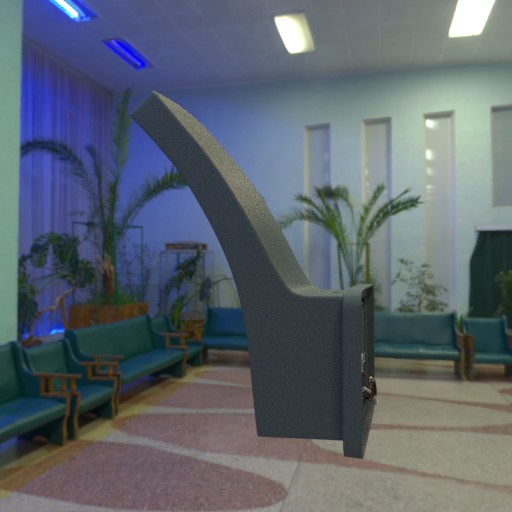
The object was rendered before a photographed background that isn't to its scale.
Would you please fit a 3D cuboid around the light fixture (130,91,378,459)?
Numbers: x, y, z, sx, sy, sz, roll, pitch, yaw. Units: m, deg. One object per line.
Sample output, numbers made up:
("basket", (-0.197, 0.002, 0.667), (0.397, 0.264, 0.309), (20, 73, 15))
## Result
("light fixture", (0.000, 0.000, 0.334), (0.174, 0.243, 0.108), (0, -2, 19))
